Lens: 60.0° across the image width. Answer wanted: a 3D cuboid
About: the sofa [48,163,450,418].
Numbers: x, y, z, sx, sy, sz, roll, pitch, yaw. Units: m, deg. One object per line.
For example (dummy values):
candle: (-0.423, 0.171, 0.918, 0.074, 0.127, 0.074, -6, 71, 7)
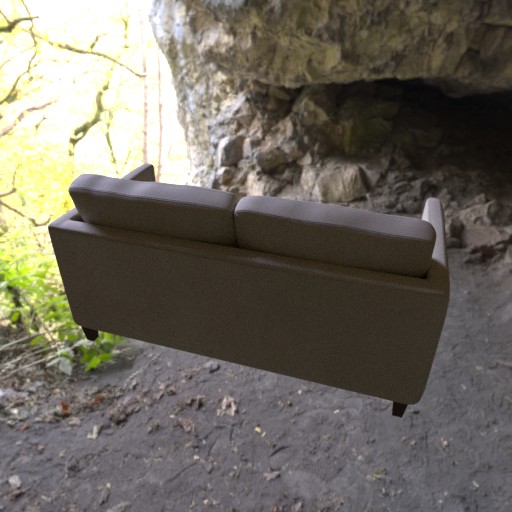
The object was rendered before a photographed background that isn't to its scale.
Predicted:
sofa: (0.000, 0.000, 2.393, 1.846, 0.940, 0.950, 10, 33, 15)
